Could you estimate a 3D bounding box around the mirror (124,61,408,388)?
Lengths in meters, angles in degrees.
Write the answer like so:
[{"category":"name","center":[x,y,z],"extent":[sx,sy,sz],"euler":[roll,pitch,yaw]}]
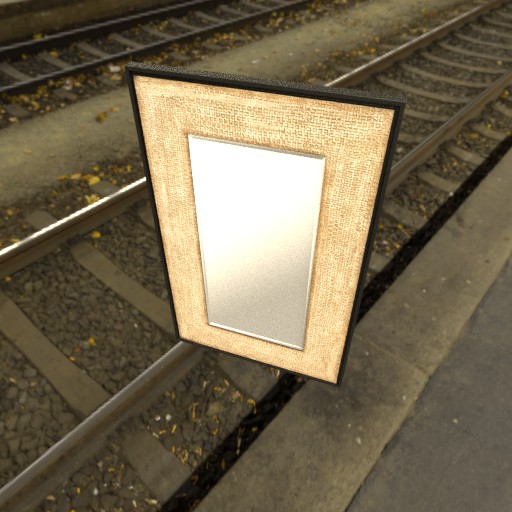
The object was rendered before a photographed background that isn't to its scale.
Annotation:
[{"category":"mirror","center":[0.000,0.000,1.554],"extent":[0.762,1.219,0.038],"euler":[13,43,14]}]
